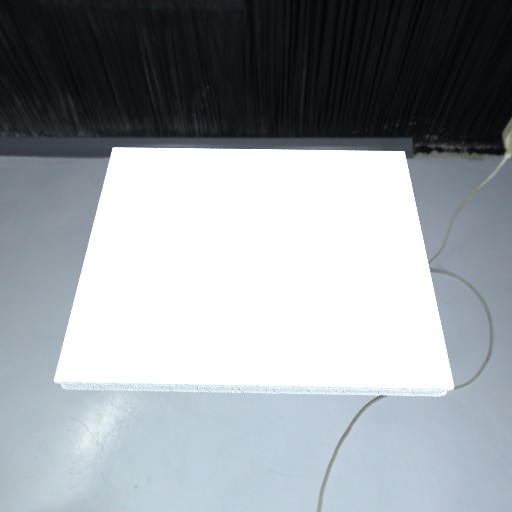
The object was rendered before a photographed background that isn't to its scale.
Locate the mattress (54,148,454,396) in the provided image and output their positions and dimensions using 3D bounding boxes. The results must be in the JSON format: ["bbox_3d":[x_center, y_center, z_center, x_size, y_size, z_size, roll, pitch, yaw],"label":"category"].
[{"bbox_3d":[0.000,0.000,2.685,2.000,0.200,1.600,1,59,1],"label":"mattress"}]
